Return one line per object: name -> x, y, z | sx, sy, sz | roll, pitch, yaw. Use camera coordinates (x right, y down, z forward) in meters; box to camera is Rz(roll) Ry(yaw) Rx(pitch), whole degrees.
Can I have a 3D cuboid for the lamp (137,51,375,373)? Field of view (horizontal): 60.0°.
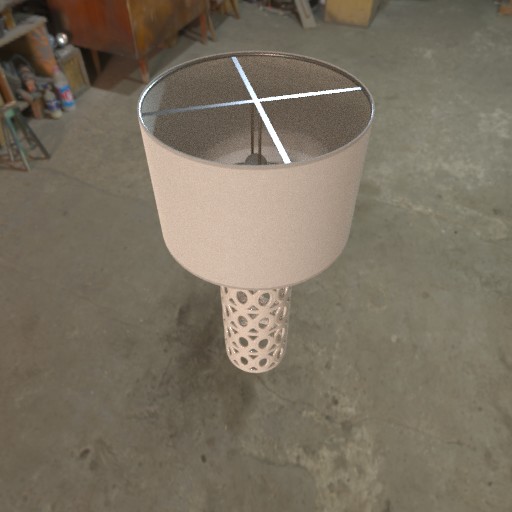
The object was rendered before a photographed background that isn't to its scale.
lamp -> 0.000, 0.000, 0.846 | 0.324, 0.636, 0.325 | -10, 47, -10
